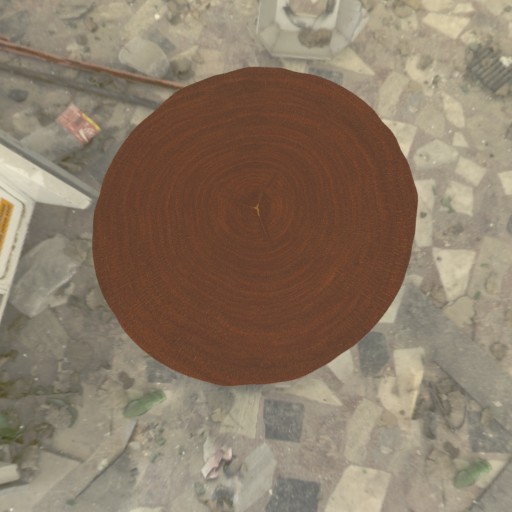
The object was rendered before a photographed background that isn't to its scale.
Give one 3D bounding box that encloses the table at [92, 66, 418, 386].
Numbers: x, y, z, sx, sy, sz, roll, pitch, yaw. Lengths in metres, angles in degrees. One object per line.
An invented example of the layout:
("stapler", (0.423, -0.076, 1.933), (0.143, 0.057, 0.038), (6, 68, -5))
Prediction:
("table", (0.000, 0.000, 0.752), (0.380, 0.450, 0.410), (35, 79, 8))
